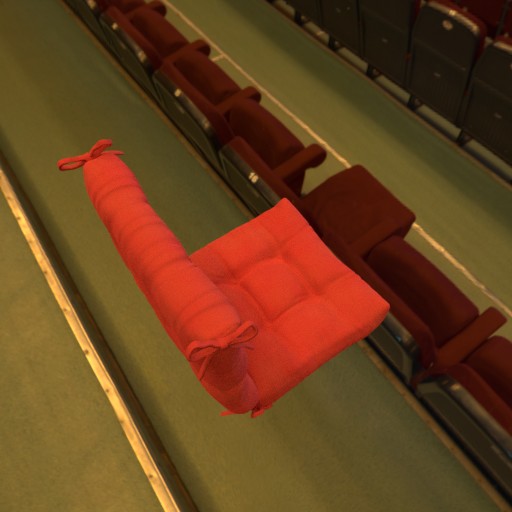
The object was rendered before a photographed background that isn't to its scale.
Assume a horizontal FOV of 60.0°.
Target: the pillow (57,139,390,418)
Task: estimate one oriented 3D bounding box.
[{"bbox_3d":[0.000,0.000,1.030,0.571,0.605,0.519,-31,62,-18],"label":"pillow"}]
